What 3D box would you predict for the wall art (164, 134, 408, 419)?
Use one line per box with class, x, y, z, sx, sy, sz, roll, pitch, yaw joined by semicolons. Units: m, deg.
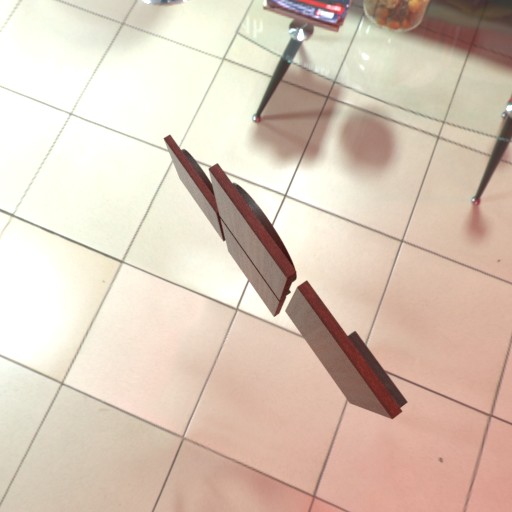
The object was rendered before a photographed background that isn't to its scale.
wall art;0.000;0.000;0.851;0.030;0.497;0.635;-34;78;-8
